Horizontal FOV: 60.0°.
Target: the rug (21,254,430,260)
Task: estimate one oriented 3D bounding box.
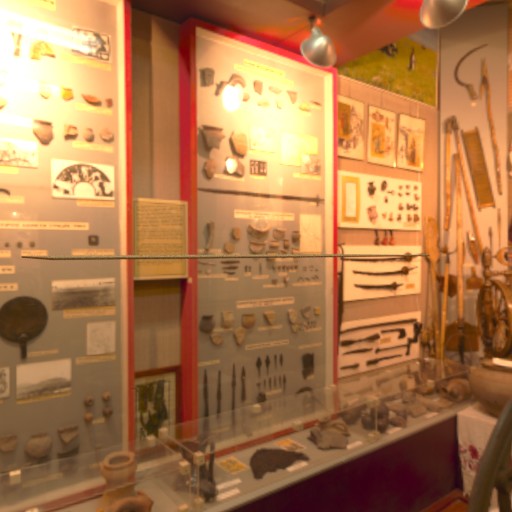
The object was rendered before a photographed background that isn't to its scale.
[{"bbox_3d":[0.000,0.000,2.694,2.448,0.012,0.769,0,1,-35],"label":"rug"}]
